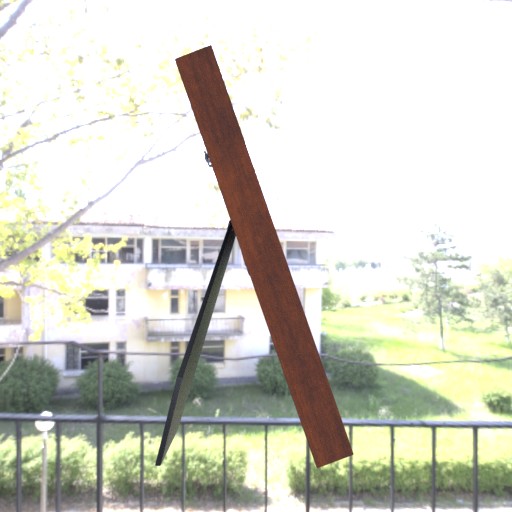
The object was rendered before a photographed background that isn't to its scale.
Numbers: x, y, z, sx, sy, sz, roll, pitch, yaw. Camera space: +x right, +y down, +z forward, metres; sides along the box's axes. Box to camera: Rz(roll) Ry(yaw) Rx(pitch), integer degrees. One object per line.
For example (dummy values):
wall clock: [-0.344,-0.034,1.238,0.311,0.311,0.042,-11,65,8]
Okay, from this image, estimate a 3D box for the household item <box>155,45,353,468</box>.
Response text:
household item: [0.000,0.000,0.293,0.096,0.204,0.160,0,0,1]
